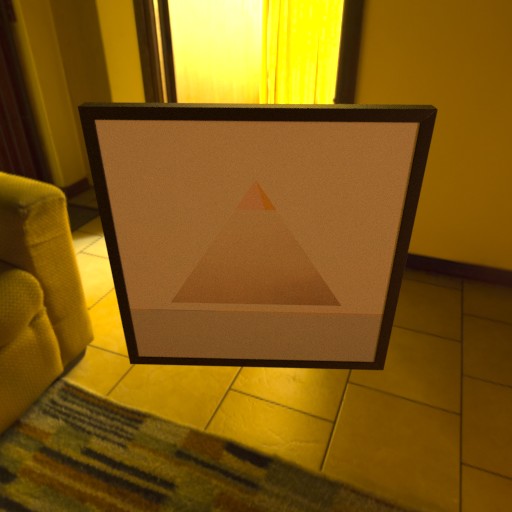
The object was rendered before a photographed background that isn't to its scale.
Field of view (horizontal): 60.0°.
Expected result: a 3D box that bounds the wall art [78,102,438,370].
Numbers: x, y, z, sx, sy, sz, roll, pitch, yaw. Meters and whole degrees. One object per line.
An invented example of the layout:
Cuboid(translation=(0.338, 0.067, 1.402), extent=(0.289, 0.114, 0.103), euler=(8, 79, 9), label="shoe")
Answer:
Cuboid(translation=(0.000, 0.000, 0.775), extent=(0.513, 0.511, 0.028), euler=(1, 31, 2), label="wall art")
